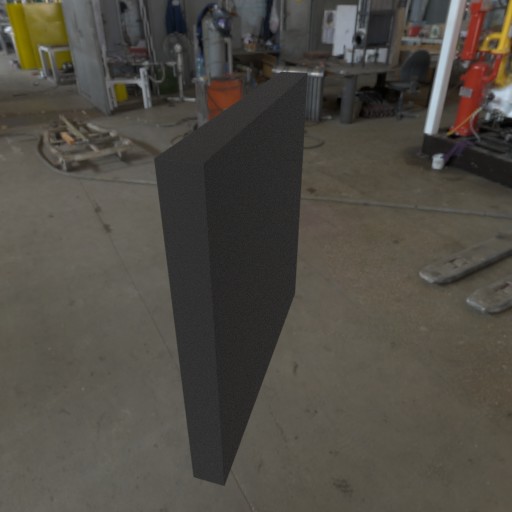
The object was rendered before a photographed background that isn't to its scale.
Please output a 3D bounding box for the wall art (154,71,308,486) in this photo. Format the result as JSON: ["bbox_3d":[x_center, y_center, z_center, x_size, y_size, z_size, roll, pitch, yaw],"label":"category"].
[{"bbox_3d":[0.000,0.000,0.453,0.030,0.305,0.308,9,33,14],"label":"wall art"}]
